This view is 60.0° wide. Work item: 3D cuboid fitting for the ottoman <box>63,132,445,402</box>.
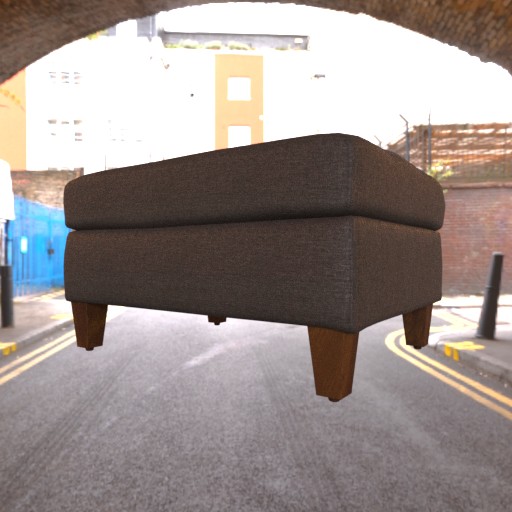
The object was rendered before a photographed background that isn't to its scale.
[{"bbox_3d":[0.000,0.000,1.173,0.826,0.496,0.639,0,0,35],"label":"ottoman"}]
